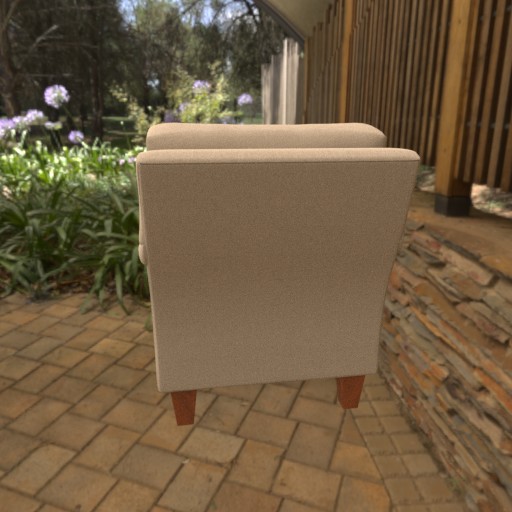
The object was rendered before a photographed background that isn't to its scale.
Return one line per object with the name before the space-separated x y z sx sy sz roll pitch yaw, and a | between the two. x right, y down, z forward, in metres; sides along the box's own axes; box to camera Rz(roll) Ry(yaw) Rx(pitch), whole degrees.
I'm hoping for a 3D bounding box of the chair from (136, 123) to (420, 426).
chair | 0.000 0.000 1.877 0.895 1.076 1.078 -3 16 -9
